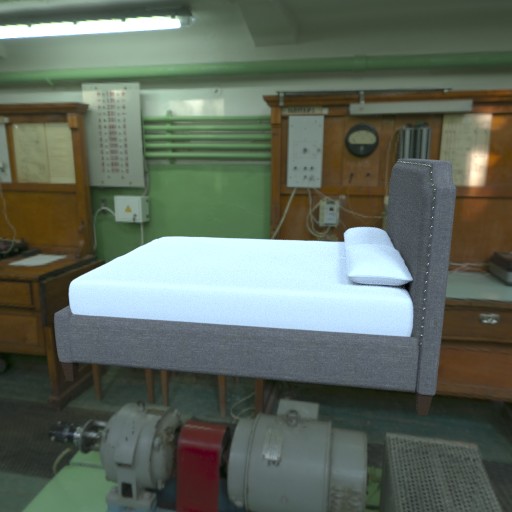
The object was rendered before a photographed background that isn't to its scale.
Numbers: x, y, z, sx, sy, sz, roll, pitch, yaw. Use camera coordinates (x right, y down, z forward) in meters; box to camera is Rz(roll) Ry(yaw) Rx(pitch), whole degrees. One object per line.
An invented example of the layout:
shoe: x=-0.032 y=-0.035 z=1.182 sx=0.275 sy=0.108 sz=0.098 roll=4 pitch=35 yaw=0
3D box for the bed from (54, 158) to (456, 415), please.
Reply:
bed: x=0.000 y=0.000 z=3.408 sx=2.381 sy=1.457 sz=1.713 roll=2 pitch=13 yaw=10
